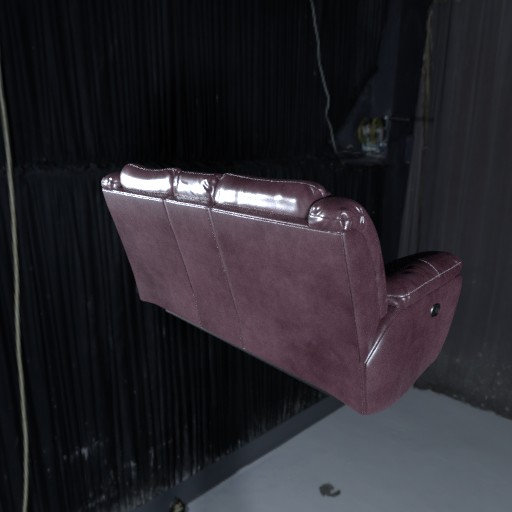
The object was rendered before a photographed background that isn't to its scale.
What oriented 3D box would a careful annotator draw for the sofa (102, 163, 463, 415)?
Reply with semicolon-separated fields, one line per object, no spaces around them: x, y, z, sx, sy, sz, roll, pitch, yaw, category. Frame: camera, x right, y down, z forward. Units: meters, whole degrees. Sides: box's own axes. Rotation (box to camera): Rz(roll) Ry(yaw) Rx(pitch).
0.000;0.000;2.616;0.991;1.043;2.058;-13;20;-41;sofa
